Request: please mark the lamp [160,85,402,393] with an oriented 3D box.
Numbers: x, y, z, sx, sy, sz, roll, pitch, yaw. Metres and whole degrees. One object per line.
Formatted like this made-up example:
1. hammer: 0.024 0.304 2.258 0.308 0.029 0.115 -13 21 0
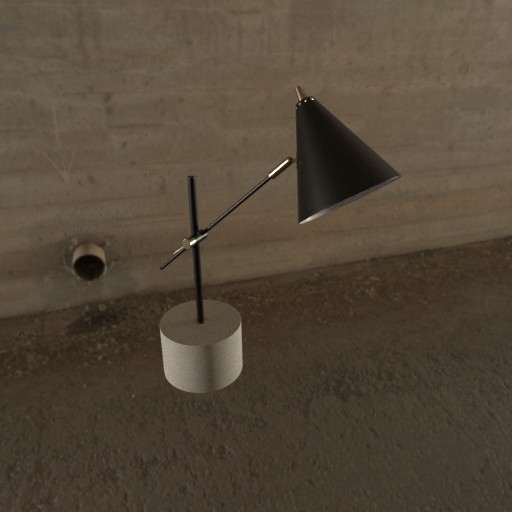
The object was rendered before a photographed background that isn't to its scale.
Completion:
1. lamp: 0.000 0.000 0.722 0.403 0.518 0.214 19 32 33
